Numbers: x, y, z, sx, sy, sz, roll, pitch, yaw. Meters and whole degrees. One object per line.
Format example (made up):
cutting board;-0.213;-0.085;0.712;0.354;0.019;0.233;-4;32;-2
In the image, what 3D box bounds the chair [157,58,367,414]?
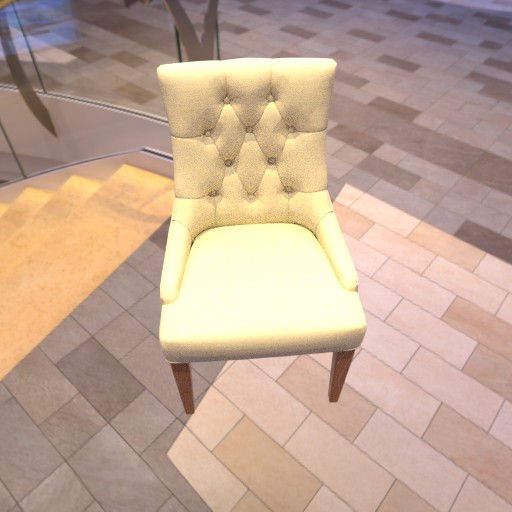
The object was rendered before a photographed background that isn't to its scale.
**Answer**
chair;0.000;0.000;1.227;0.509;0.874;0.565;-4;47;-3
